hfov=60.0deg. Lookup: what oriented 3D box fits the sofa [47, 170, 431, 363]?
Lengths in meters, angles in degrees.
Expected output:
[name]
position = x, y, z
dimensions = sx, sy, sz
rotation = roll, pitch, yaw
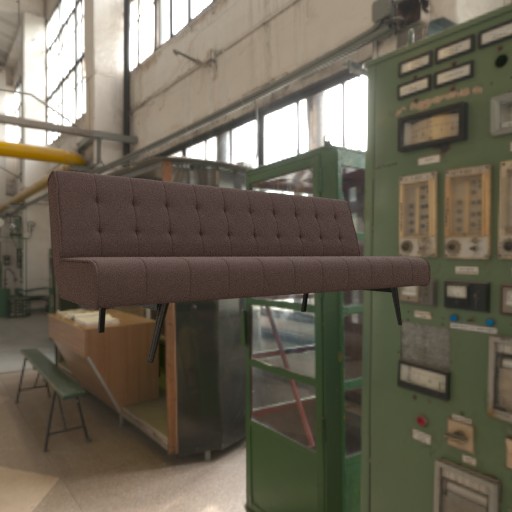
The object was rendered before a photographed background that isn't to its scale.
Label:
[sofa]
position = 0.000, 0.000, 2.102
dimensions = 1.703, 0.699, 0.747
rotation = 0, 0, -36
